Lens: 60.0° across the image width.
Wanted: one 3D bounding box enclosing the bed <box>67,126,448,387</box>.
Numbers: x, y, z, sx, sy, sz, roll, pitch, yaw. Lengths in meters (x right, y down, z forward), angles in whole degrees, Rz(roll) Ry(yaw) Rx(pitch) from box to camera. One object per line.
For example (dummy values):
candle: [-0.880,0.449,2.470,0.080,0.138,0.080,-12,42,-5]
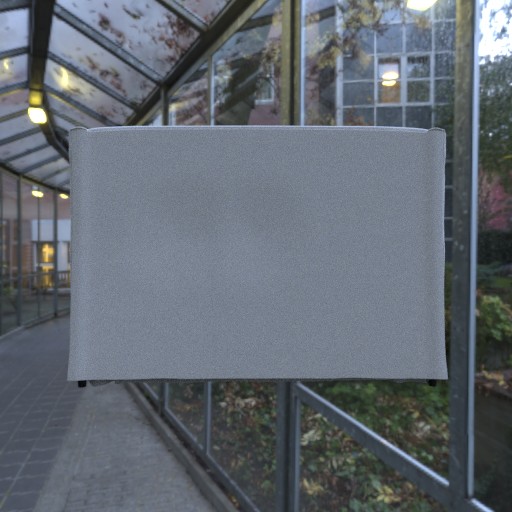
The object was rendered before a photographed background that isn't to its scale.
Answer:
bed: [0.000,0.000,3.347,1.925,1.332,2.276,0,0,-1]
